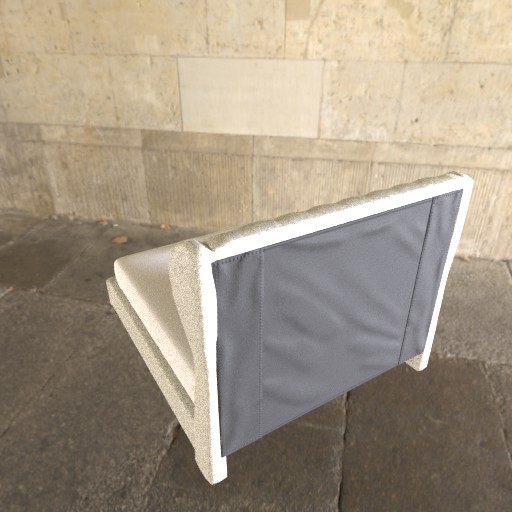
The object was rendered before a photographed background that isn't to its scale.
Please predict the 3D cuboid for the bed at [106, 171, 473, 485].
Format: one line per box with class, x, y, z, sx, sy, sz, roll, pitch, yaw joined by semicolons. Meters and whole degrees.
bed;0.000;0.000;3.876;2.219;1.771;2.347;-17;34;-27
